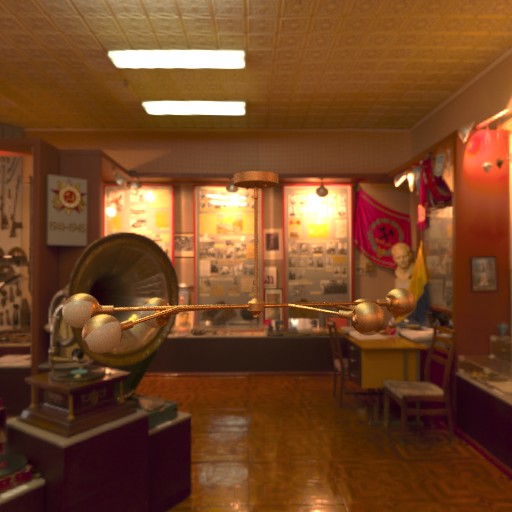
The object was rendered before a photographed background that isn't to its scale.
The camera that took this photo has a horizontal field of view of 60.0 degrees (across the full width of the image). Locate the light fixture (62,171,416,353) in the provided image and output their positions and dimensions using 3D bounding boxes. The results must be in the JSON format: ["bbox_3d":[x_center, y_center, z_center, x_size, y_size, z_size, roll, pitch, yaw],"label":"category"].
[{"bbox_3d":[0.000,0.000,0.997,0.778,0.362,0.434,0,-1,1],"label":"light fixture"}]
